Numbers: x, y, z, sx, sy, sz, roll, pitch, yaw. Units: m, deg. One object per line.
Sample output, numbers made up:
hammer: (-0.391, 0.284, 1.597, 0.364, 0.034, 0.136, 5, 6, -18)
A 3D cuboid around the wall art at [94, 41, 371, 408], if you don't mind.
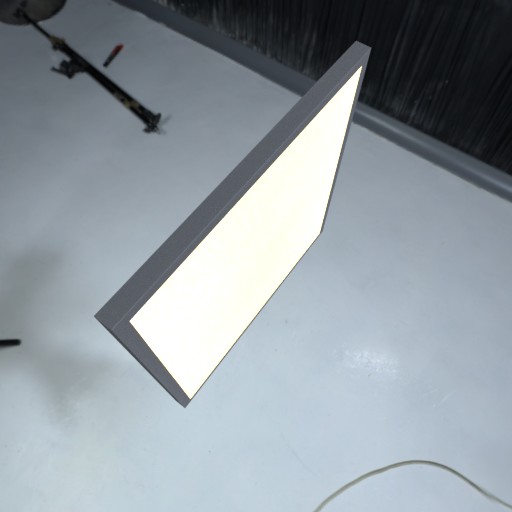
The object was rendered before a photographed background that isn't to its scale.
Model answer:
wall art: (0.000, 0.000, 1.132, 0.037, 0.760, 0.762, 33, 68, 16)
